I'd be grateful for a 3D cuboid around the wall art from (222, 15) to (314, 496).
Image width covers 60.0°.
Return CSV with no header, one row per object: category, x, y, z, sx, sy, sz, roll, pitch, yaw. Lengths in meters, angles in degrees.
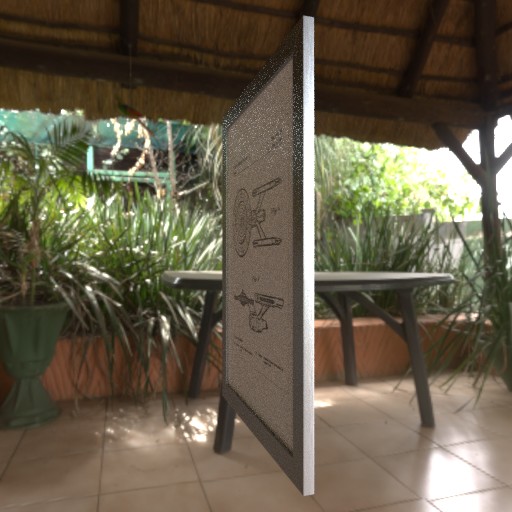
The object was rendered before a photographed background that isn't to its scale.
wall art,0.000,0.000,0.668,0.013,0.529,0.376,0,0,-18
